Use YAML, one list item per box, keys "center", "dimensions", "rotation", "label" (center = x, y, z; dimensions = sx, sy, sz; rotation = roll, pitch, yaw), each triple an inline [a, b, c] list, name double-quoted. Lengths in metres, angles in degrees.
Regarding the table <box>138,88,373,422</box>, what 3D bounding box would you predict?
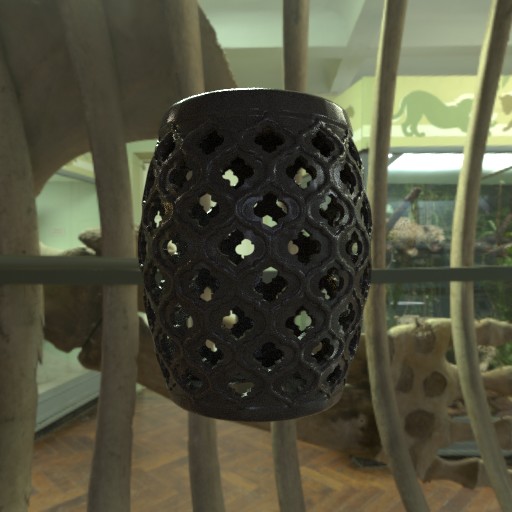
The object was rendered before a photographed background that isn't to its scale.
- center: [0.000, 0.000, 0.633]
  dimensions: [0.325, 0.388, 0.325]
  rotation: [0, 0, 0]
  label: "table"
